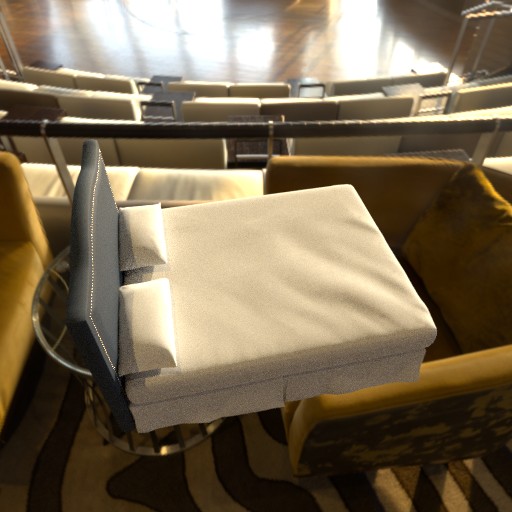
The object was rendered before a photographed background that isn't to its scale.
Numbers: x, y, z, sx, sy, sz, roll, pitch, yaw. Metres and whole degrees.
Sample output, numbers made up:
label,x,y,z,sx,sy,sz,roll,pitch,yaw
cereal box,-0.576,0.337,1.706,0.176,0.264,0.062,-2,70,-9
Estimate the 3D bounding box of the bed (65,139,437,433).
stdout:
label,x,y,z,sx,sy,sz,roll,pitch,yaw
bed,0.000,0.000,3.361,2.282,1.436,1.821,-9,47,-8
